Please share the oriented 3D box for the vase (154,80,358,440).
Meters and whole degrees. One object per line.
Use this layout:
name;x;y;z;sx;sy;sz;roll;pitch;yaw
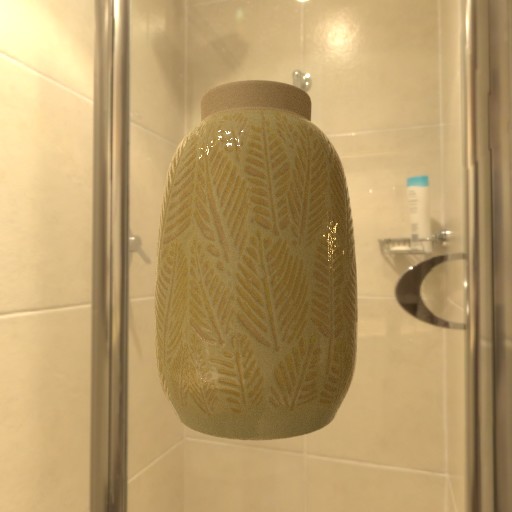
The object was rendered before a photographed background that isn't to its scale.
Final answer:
vase;0.000;0.000;0.386;0.172;0.270;0.172;0;-2;0
